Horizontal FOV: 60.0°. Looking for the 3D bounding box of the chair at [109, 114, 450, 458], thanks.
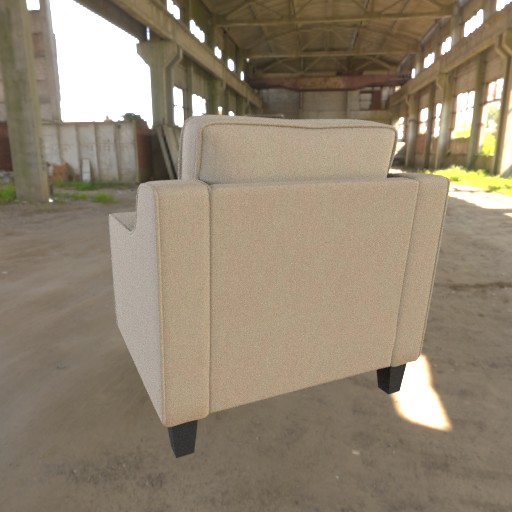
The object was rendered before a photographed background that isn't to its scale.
[{"bbox_3d":[0.000,0.000,1.627,0.922,0.948,0.882,-6,15,-25],"label":"chair"}]
